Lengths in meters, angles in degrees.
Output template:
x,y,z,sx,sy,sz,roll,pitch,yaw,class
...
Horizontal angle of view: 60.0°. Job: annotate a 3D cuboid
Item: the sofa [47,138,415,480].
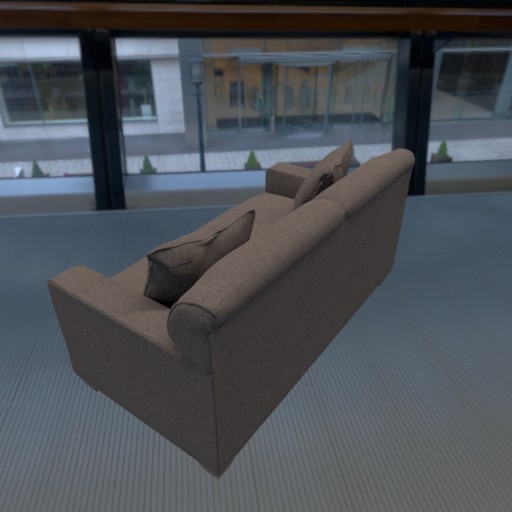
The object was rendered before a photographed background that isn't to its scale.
x,y,z,sx,sy,sz,roll,pitch,yaw,class
0.000,0.000,2.393,1.000,0.958,1.846,21,37,30,sofa
